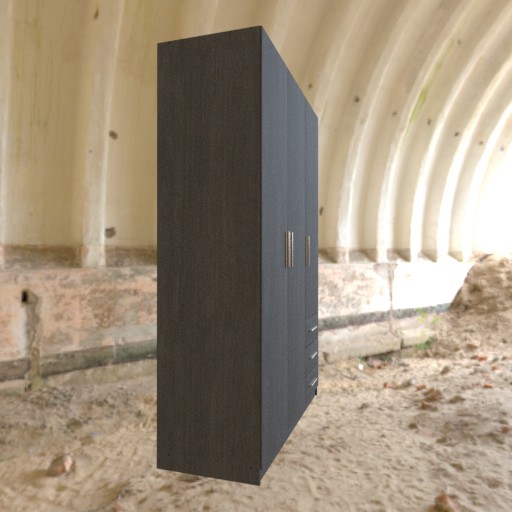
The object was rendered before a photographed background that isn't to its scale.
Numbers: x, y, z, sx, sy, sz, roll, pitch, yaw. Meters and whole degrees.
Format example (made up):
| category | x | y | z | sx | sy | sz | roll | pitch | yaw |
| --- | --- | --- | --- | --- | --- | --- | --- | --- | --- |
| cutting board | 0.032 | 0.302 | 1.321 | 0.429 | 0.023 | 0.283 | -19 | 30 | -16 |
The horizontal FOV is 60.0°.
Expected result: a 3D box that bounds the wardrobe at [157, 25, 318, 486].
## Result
| category | x | y | z | sx | sy | sz | roll | pitch | yaw |
| --- | --- | --- | --- | --- | --- | --- | --- | --- | --- |
| wardrobe | 0.000 | 0.000 | 2.523 | 0.510 | 1.910 | 1.290 | 0 | 0 | 18 |
